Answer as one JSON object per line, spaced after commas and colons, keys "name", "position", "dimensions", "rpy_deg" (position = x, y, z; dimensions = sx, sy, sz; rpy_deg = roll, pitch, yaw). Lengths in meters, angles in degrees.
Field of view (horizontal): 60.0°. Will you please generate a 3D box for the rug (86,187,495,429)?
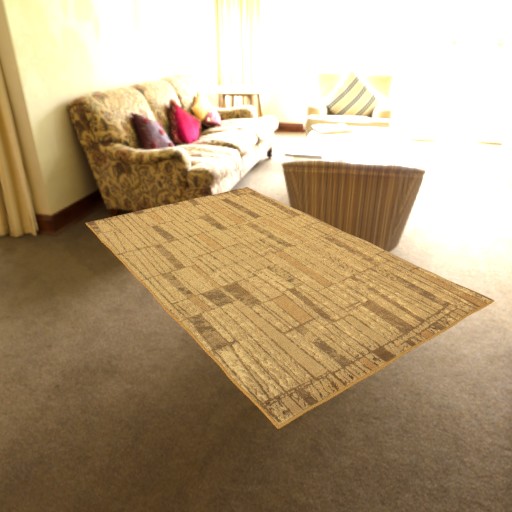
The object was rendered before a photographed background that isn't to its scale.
{"name": "rug", "position": [0.000, 0.000, 2.954], "dimensions": [1.531, 0.023, 2.444], "rpy_deg": [-18, 32, -31]}
